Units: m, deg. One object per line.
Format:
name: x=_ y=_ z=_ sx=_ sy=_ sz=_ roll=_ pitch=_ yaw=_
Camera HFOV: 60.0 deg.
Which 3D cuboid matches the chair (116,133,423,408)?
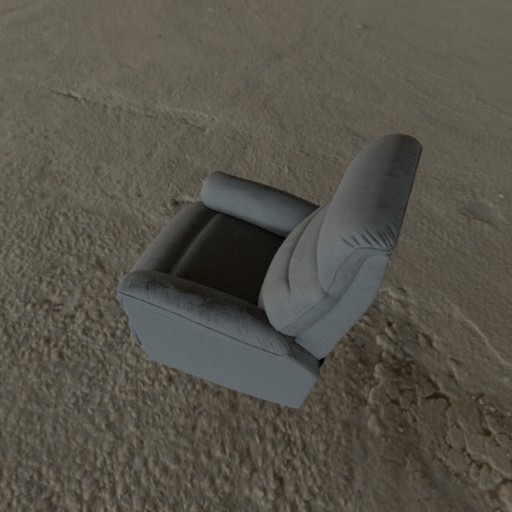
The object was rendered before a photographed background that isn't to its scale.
chair: x=0.000 y=0.000 z=1.784 sx=1.004 sy=1.037 sz=0.820 roll=16 pitch=47 yaw=16
